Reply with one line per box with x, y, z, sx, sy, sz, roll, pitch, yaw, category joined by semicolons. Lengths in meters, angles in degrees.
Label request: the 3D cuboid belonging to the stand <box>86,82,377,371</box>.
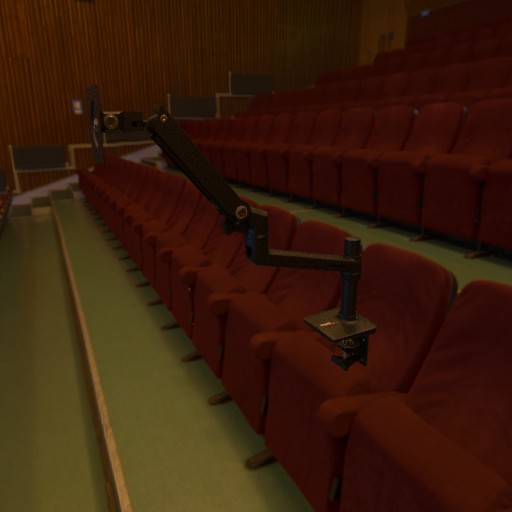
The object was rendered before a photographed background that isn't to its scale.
0.000;0.000;1.020;0.650;0.713;0.152;-8;18;-25;stand
